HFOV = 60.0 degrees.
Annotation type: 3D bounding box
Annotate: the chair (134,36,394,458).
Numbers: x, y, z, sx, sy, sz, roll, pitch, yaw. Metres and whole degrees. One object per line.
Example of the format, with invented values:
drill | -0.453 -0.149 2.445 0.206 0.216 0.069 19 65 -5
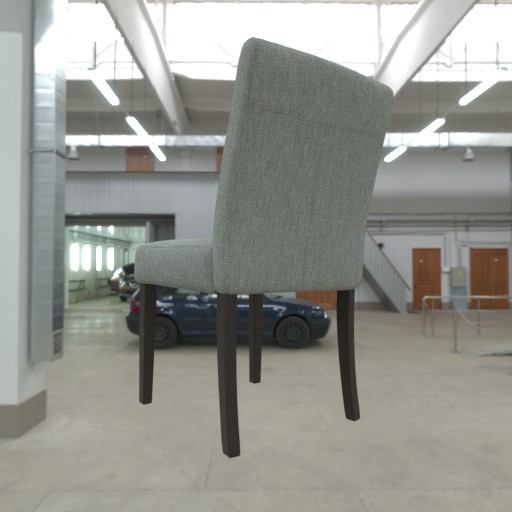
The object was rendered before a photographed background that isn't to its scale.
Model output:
chair | 0.000 0.000 1.235 0.487 0.884 0.629 1 -2 -36
